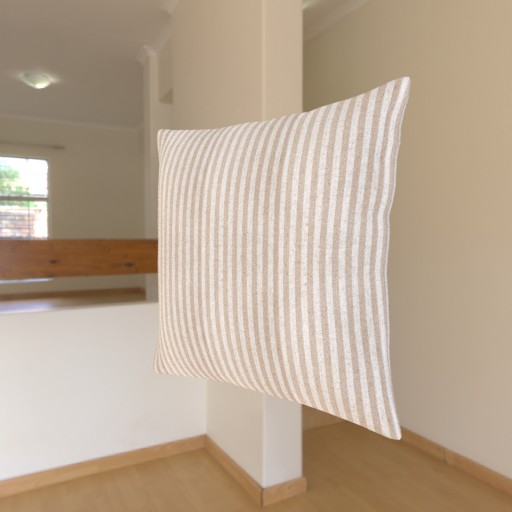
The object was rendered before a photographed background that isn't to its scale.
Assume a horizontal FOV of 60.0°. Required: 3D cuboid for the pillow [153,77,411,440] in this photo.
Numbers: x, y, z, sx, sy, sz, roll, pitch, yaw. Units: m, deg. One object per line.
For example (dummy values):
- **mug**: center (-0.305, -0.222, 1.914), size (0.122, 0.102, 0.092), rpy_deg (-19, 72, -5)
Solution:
- **pillow**: center (0.000, 0.000, 0.774), size (0.523, 0.510, 0.166), rpy_deg (2, 3, 36)
